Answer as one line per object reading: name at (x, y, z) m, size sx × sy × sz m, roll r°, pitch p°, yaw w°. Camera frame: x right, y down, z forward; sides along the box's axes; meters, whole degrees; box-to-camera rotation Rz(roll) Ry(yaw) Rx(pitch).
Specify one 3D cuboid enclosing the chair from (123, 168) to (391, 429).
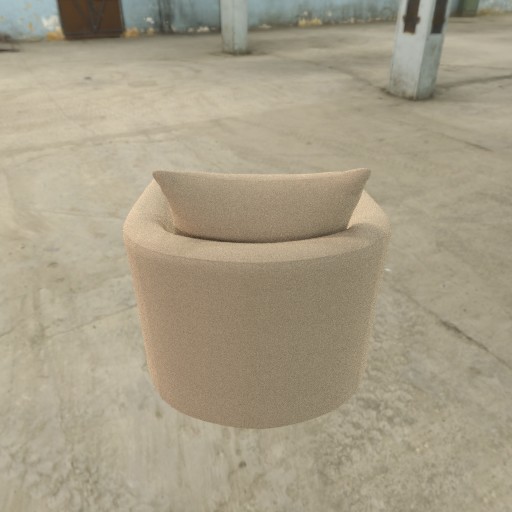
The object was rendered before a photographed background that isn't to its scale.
chair at (0.000, 0.000, 1.603) m, size 0.845 × 0.848 × 0.910 m, roll -1°, pitch 31°, yaw -2°
